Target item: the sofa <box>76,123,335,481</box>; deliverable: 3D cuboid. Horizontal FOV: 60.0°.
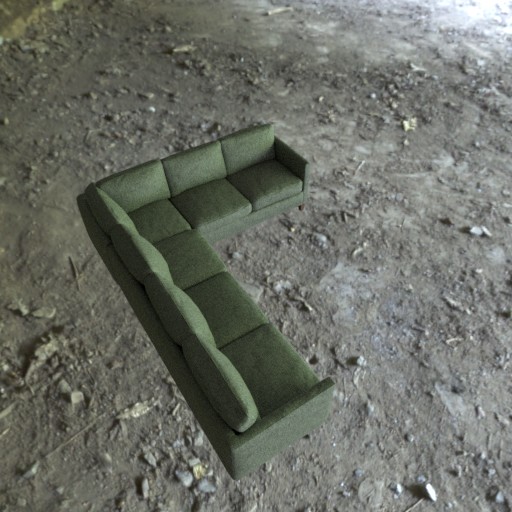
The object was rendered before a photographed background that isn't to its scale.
[{"bbox_3d":[0.000,0.000,4.522,2.593,0.947,3.302,-25,51,-23],"label":"sofa"}]
